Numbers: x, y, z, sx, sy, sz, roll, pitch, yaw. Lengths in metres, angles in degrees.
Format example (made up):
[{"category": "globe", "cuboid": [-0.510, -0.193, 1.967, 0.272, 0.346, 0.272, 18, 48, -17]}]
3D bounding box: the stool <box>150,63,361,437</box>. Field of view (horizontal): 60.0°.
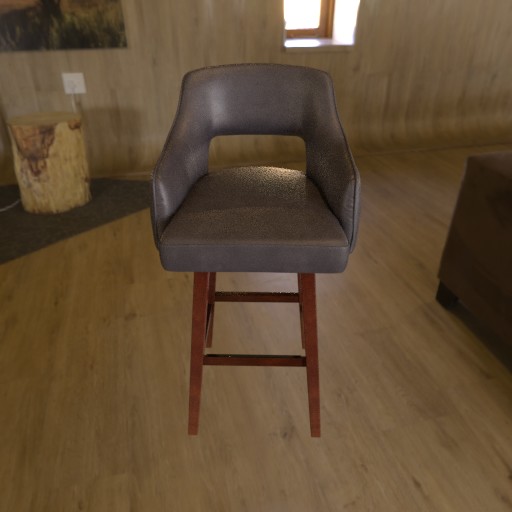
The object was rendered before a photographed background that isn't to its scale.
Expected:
[{"category": "stool", "cuboid": [0.000, 0.000, 1.374, 0.550, 1.041, 0.560, 1, 30, 1]}]
